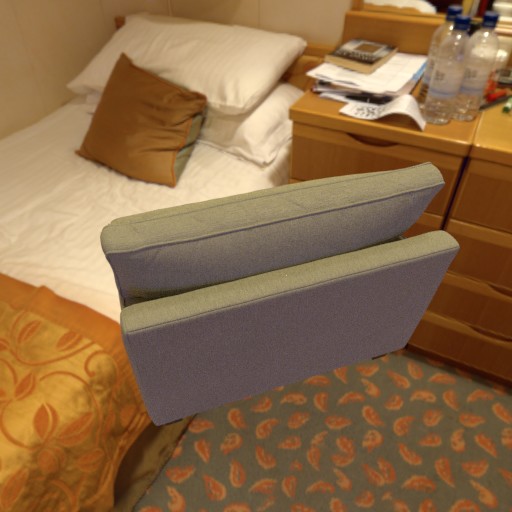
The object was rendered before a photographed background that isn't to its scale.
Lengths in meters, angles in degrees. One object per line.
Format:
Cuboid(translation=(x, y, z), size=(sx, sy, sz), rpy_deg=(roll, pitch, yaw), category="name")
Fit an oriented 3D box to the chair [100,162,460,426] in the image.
Cuboid(translation=(0.000, 0.000, 1.983), size=(1.220, 1.016, 1.041), rpy_deg=(-13, 43, -15), category="chair")
